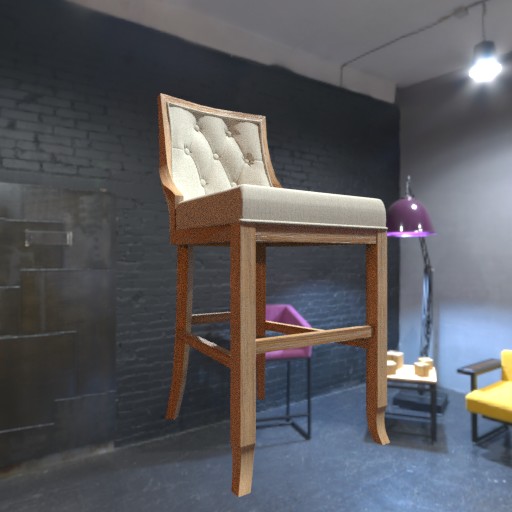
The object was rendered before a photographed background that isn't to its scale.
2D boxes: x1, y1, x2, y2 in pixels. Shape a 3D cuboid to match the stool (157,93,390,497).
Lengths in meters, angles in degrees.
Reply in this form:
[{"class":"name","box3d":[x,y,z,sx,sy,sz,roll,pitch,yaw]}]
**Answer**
[{"class":"stool","box3d":[0.000,0.000,1.410,0.524,1.101,0.626,0,0,-34]}]
